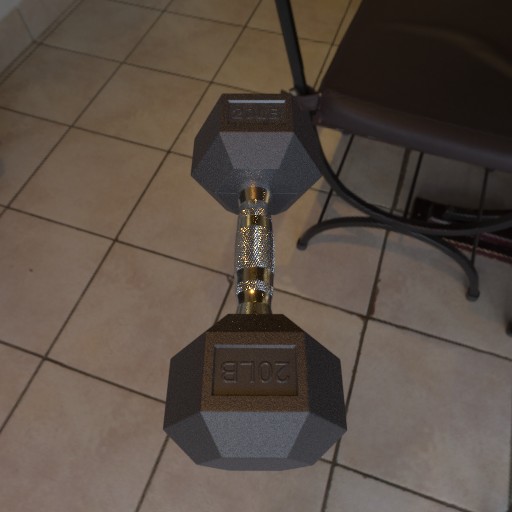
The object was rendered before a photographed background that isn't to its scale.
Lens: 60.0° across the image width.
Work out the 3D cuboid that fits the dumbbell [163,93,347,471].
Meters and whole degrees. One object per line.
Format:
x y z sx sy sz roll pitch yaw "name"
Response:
0.000 0.000 0.316 0.106 0.092 0.272 0 58 0 "dumbbell"
